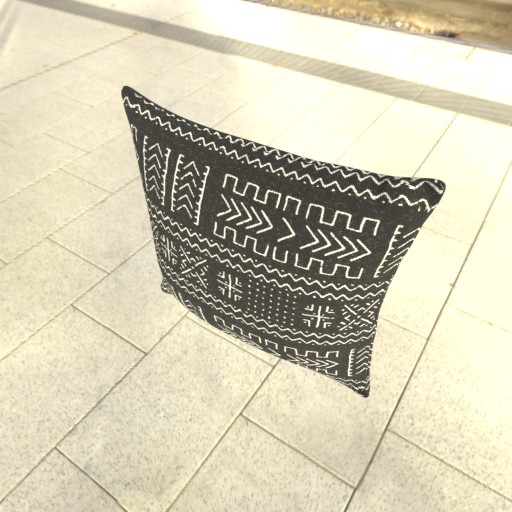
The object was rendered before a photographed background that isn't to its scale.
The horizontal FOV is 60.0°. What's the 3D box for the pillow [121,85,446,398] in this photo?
[{"bbox_3d":[0.000,0.000,0.662,0.438,0.430,0.164,24,50,22],"label":"pillow"}]
